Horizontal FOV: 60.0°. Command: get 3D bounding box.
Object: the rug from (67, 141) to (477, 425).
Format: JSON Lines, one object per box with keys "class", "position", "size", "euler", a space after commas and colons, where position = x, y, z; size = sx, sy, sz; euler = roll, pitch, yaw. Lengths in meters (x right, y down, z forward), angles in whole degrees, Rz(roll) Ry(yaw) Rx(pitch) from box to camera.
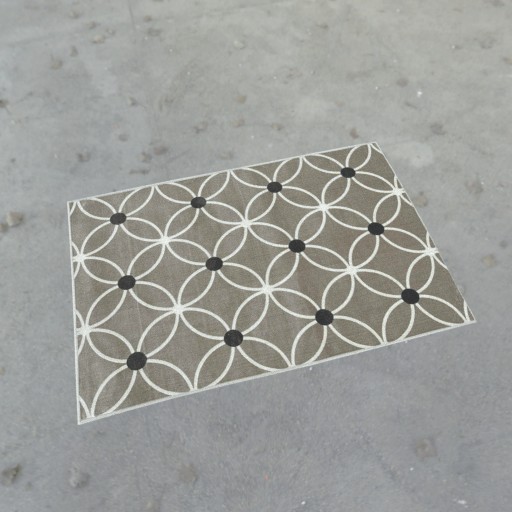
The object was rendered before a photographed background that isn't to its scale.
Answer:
{"class": "rug", "position": [0.000, 0.000, 2.812], "size": [2.284, 0.008, 1.522], "euler": [-13, 59, -8]}
